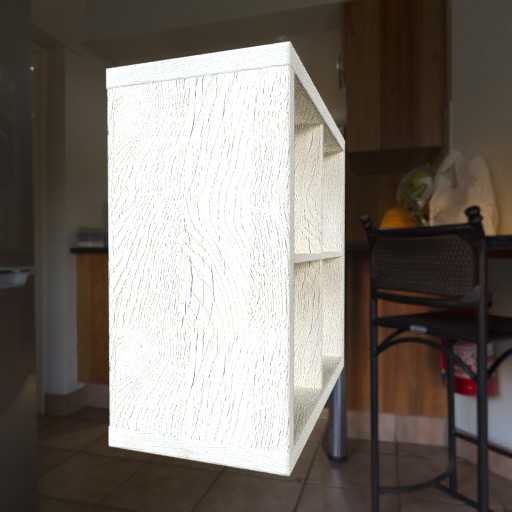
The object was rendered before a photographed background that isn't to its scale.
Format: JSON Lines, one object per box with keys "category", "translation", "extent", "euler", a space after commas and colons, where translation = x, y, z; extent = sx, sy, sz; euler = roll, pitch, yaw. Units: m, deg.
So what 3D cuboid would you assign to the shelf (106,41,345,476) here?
{"category": "shelf", "translation": [0.000, 0.000, 1.237], "extent": [0.390, 0.786, 0.790], "euler": [0, 1, 18]}
